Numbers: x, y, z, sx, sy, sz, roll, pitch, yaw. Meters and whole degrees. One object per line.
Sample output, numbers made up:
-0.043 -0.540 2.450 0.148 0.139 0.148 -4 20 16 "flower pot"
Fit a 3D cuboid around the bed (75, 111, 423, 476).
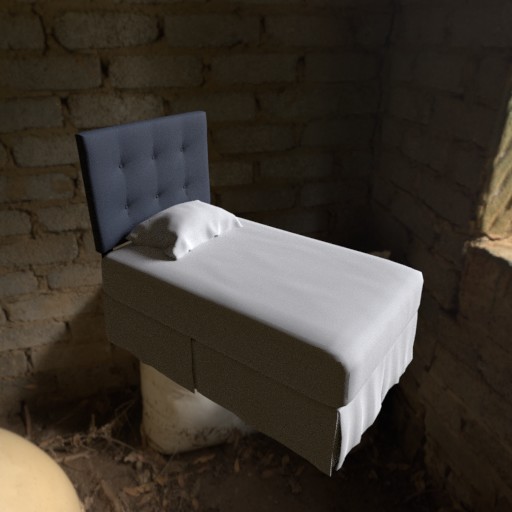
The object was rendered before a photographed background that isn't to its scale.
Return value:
0.000 0.000 2.971 1.997 1.571 1.261 18 32 32 "bed"
